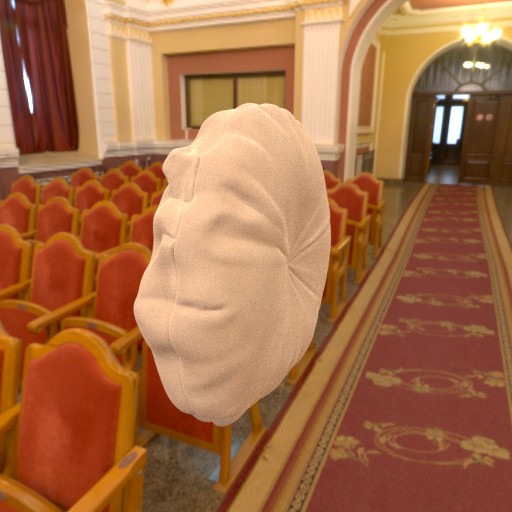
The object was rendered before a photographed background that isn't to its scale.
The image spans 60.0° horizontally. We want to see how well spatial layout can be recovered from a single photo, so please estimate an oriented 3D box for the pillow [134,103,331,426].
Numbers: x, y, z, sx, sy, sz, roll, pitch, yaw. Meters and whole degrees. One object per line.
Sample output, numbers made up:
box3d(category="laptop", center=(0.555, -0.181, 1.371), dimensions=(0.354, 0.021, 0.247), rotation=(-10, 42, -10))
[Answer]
box3d(category="pillow", center=(0.000, 0.000, 0.624), dimensions=(0.148, 0.407, 0.428), rotation=(7, 18, 24))
